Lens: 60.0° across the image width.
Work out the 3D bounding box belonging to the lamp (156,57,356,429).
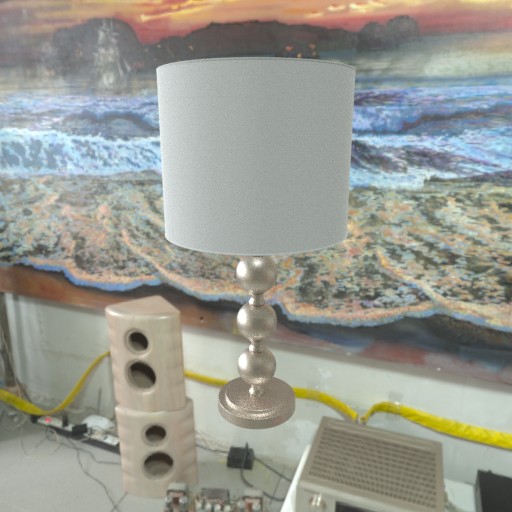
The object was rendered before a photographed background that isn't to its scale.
[{"bbox_3d":[0.000,0.000,0.698,0.277,0.538,0.277,-3,16,-9],"label":"lamp"}]
